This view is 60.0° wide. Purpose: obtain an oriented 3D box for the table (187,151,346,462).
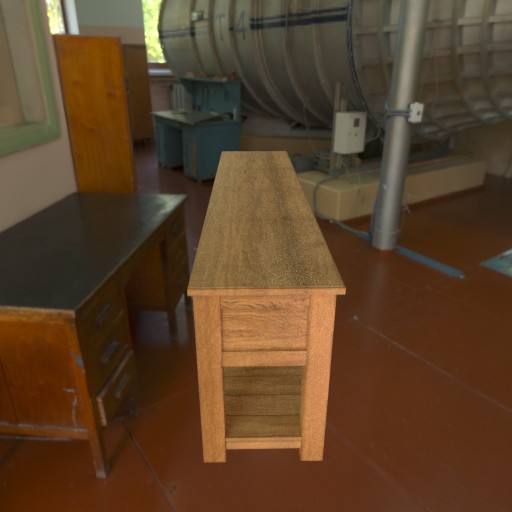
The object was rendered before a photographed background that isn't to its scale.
[{"bbox_3d":[0.000,0.000,2.094,0.425,0.635,1.815,0,24,-1],"label":"table"}]
